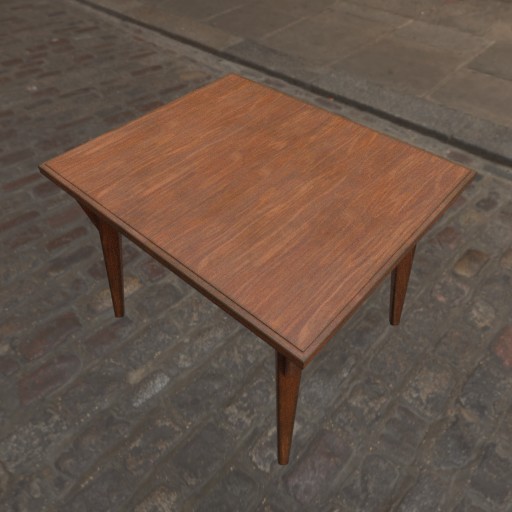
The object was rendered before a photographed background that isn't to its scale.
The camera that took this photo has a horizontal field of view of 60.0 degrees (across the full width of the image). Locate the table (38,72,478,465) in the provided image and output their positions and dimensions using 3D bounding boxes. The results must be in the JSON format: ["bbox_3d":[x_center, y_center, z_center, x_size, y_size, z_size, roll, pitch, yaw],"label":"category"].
[{"bbox_3d":[0.000,0.000,1.577,0.991,0.761,0.838,33,55,27],"label":"table"}]
